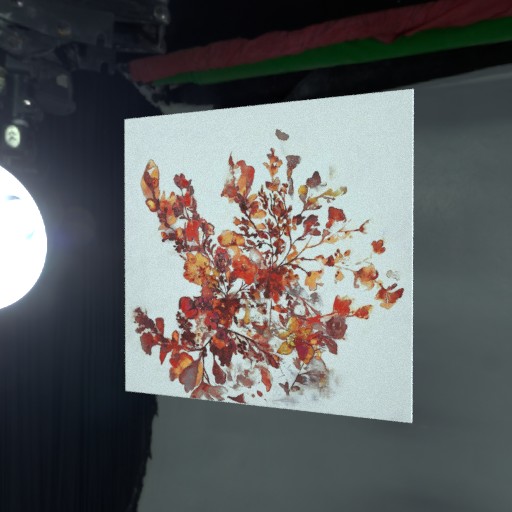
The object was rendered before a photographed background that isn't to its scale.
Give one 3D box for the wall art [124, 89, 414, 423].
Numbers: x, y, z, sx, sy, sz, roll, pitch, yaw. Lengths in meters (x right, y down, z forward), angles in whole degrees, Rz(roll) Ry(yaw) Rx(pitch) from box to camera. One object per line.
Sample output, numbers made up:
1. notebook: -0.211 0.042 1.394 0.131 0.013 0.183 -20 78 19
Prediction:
1. wall art: 0.000 0.000 1.514 1.009 1.009 0.049 0 1 18
